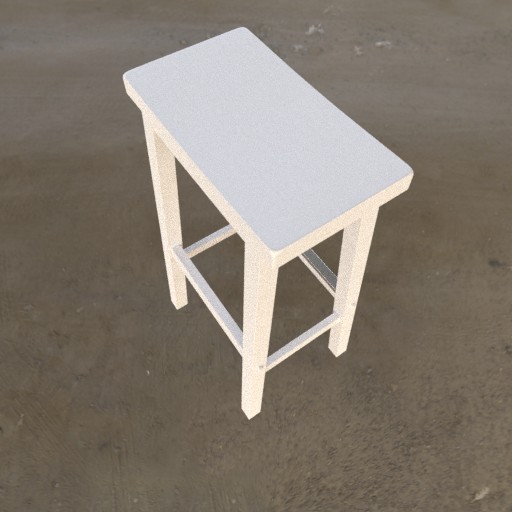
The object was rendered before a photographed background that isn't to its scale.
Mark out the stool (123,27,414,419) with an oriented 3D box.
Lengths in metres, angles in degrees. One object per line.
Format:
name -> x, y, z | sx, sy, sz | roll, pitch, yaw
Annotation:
stool -> 0.000, 0.000, 0.947 | 0.322, 0.742, 0.406 | -30, 63, -18
